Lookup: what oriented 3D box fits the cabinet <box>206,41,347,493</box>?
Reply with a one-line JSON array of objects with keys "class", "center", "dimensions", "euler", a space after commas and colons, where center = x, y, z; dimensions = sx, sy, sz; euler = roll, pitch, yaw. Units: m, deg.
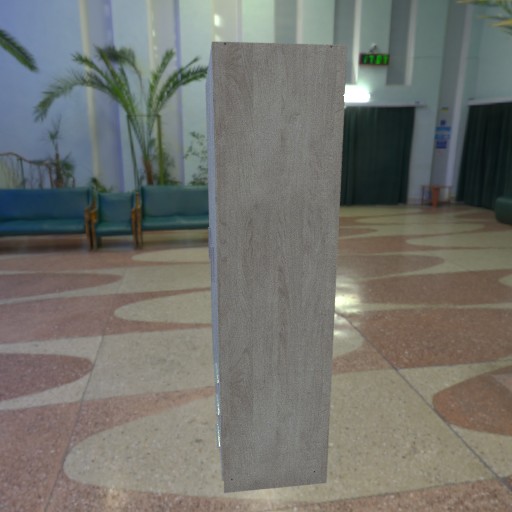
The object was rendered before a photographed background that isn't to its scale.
[{"class": "cabinet", "center": [0.000, 0.000, 2.450], "dimensions": [0.510, 1.910, 1.290], "euler": [-2, 15, -7]}]
